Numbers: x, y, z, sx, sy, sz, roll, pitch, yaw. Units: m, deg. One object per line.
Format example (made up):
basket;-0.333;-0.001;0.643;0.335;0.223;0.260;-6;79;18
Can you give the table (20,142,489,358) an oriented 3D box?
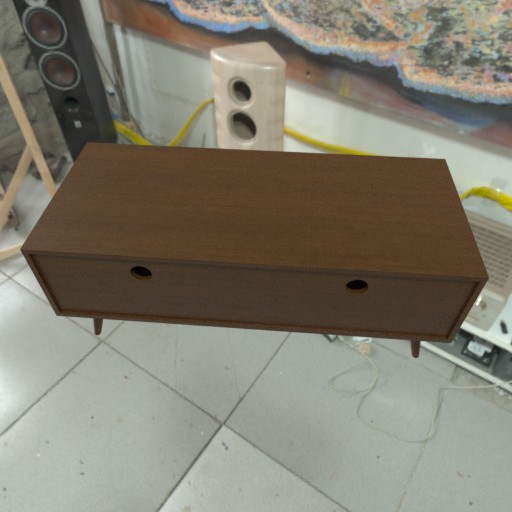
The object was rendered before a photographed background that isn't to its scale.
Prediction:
table;0.000;0.000;1.390;1.119;0.464;0.490;3;47;3
